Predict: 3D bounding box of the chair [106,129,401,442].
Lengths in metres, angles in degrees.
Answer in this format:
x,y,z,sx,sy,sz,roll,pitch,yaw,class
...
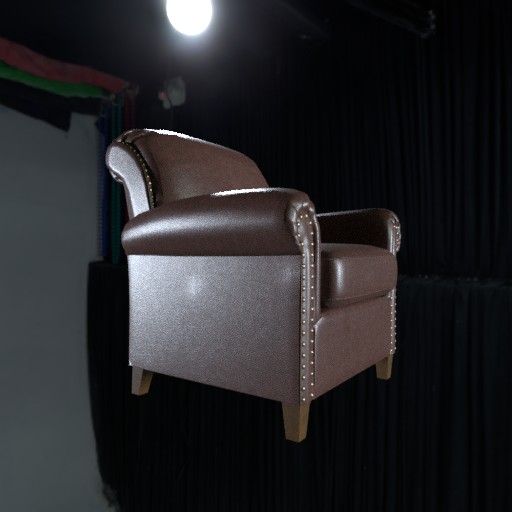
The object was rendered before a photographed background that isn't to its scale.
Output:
x,y,z,sx,sy,sz,roll,pitch,yaw,class
0.000,0.000,1.615,0.890,0.927,0.854,1,1,35,chair
